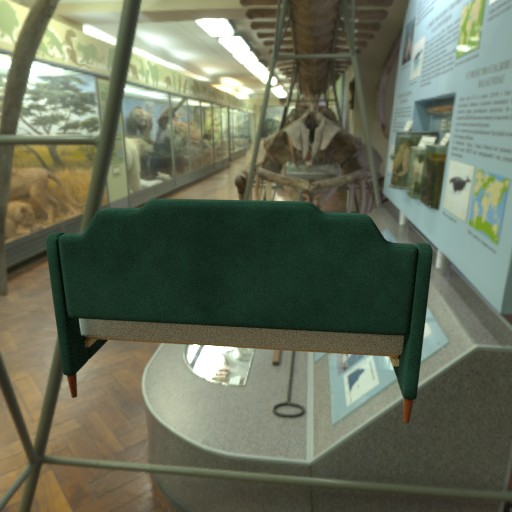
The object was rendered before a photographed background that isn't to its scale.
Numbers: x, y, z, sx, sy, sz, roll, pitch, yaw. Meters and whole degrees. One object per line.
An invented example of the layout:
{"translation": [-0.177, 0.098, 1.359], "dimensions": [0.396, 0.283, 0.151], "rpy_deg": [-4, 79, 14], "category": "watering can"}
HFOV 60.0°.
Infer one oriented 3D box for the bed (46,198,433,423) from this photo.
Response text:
{"translation": [0.000, 0.000, 3.546], "dimensions": [2.074, 1.245, 2.340], "rpy_deg": [2, 16, 7], "category": "bed"}
